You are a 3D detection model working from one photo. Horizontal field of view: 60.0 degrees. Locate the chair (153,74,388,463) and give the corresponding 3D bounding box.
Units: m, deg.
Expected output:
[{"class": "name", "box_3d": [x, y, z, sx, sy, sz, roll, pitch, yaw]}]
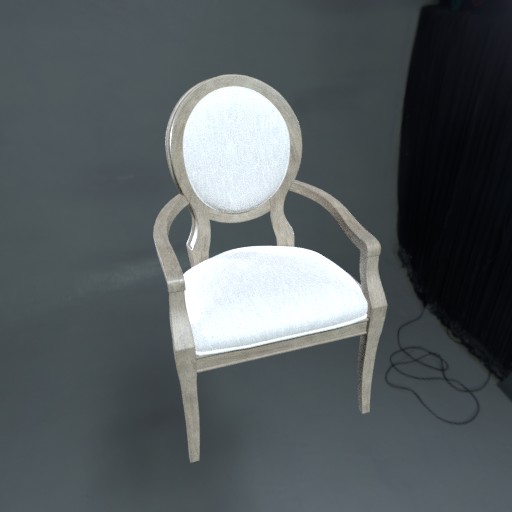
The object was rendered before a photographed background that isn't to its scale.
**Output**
[{"class": "chair", "box_3d": [0.000, 0.000, 1.395, 0.611, 0.991, 0.602, -10, 33, -15]}]
